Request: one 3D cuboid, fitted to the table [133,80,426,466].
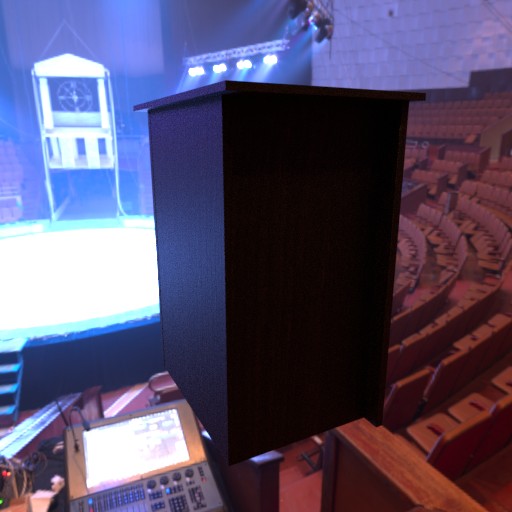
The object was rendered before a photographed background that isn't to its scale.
[{"bbox_3d":[0.000,0.000,1.071,0.406,0.711,0.591,-8,17,-27],"label":"table"}]
